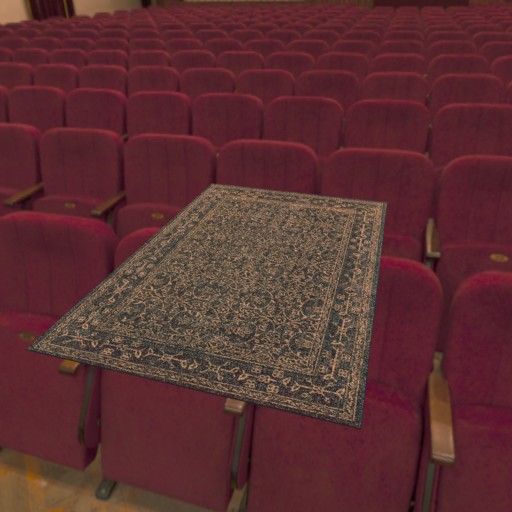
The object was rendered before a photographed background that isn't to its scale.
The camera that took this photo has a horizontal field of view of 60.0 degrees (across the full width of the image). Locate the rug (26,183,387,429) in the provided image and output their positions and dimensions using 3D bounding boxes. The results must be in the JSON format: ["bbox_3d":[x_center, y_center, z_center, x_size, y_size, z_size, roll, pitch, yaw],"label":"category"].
[{"bbox_3d":[0.000,0.000,2.218,1.200,0.005,1.819,8,30,15],"label":"rug"}]
